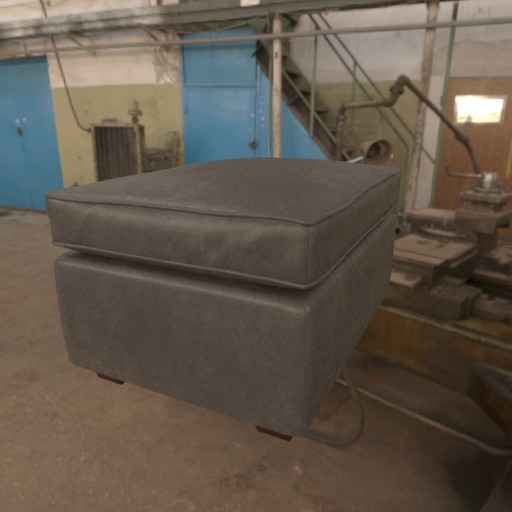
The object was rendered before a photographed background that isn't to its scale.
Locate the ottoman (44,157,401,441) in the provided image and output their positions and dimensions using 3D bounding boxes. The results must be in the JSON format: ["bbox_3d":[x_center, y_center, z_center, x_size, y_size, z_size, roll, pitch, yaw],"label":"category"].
[{"bbox_3d":[0.000,0.000,1.088,0.554,0.445,0.756,9,20,25],"label":"ottoman"}]
